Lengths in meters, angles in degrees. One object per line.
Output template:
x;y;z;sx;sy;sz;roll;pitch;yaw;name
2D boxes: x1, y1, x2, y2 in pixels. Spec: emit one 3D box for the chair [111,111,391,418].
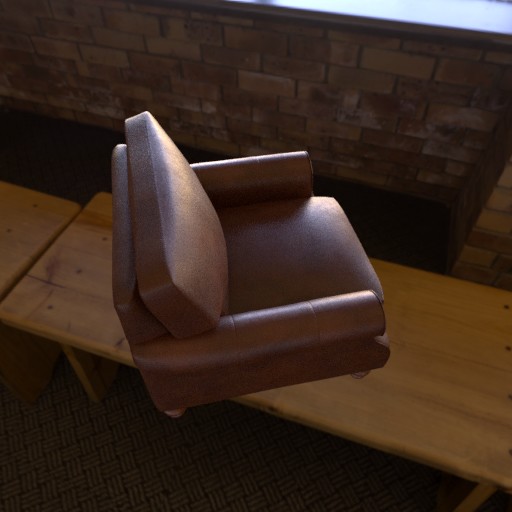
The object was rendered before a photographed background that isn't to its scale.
0.000;0.000;1.785;0.992;0.972;0.989;-9;49;-8;chair
